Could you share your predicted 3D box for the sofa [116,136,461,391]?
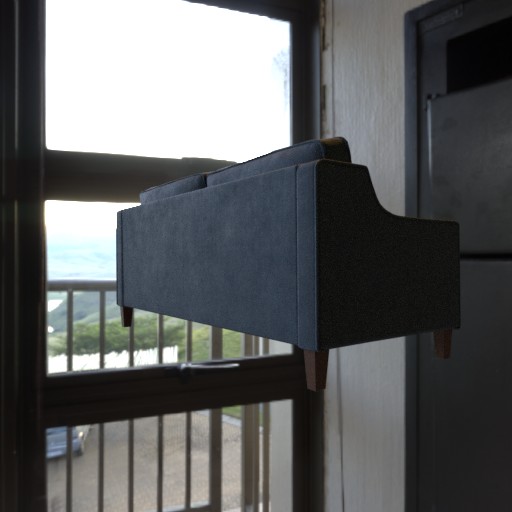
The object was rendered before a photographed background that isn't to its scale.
[{"bbox_3d":[0.000,0.000,2.856,1.066,1.071,2.178,0,-1,-37],"label":"sofa"}]
